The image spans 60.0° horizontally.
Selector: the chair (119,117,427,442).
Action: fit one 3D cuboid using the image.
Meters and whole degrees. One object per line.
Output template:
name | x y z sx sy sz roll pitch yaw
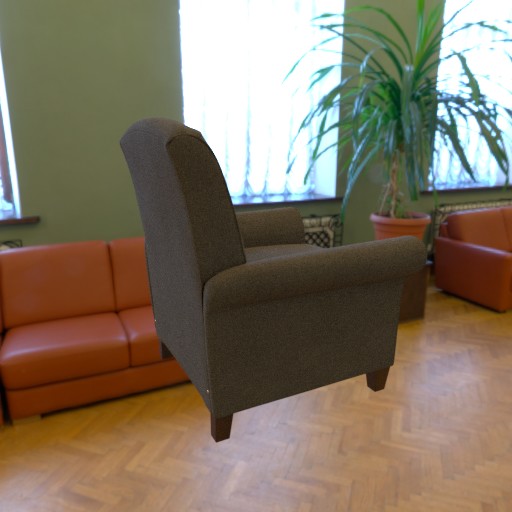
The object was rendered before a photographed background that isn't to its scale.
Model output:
chair | 0.000 0.000 1.814 0.905 1.061 0.978 -7 16 -26
